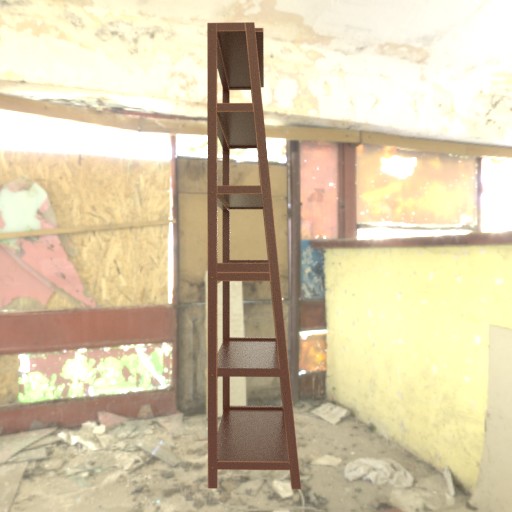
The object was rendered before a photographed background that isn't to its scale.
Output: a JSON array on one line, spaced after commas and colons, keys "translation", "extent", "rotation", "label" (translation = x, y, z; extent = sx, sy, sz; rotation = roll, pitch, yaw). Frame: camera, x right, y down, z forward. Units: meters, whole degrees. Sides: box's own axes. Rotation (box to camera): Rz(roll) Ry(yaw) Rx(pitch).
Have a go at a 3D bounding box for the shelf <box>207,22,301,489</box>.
[{"translation": [0.000, 0.000, 2.125], "extent": [0.381, 1.892, 0.660], "rotation": [0, 1, 1], "label": "shelf"}]
